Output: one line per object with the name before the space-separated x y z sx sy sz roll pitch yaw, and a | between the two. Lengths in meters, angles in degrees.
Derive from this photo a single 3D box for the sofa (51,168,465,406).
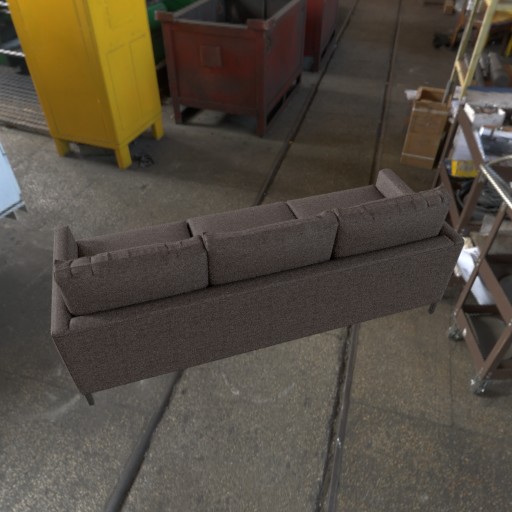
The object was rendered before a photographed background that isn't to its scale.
sofa | 0.000 0.000 2.678 2.253 0.882 0.876 -12 43 -13
